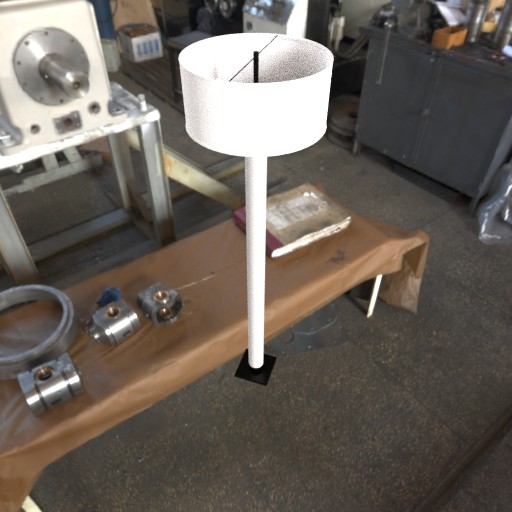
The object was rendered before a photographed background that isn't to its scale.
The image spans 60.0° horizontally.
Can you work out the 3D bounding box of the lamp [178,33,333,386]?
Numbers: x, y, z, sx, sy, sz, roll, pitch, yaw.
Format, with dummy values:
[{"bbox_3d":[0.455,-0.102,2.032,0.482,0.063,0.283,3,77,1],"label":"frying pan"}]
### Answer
[{"bbox_3d":[0.000,0.000,1.686,0.420,1.475,0.420,13,43,14],"label":"lamp"}]
